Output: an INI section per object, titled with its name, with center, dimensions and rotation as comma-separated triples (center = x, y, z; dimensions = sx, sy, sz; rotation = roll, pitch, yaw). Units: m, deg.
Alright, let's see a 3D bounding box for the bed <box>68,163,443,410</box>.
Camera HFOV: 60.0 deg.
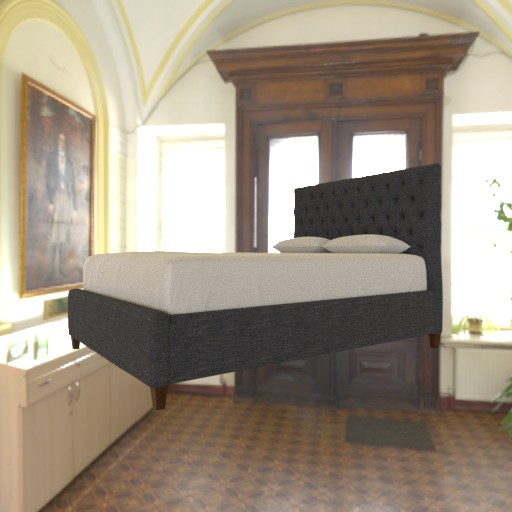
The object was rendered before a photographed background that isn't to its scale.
[bed]
center = 0.000, 0.000, 3.423
dimensions = 2.387, 1.427, 1.698
rotation = -1, 1, -36
